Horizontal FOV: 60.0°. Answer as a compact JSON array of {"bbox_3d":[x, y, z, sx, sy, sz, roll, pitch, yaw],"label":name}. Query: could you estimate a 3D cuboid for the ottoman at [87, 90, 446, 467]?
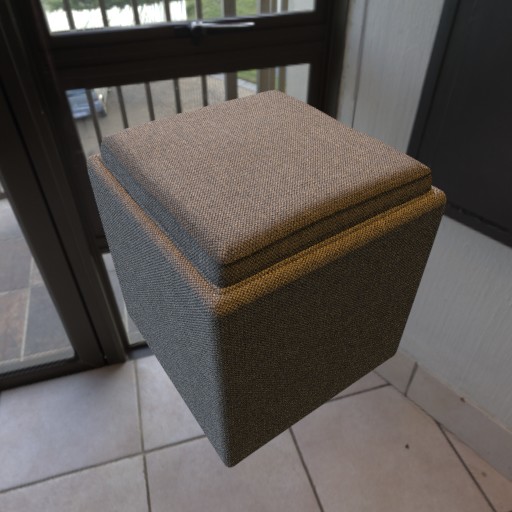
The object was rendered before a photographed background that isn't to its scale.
[{"bbox_3d":[0.000,0.000,0.857,0.436,0.487,0.454,-25,47,-26],"label":"ottoman"}]
